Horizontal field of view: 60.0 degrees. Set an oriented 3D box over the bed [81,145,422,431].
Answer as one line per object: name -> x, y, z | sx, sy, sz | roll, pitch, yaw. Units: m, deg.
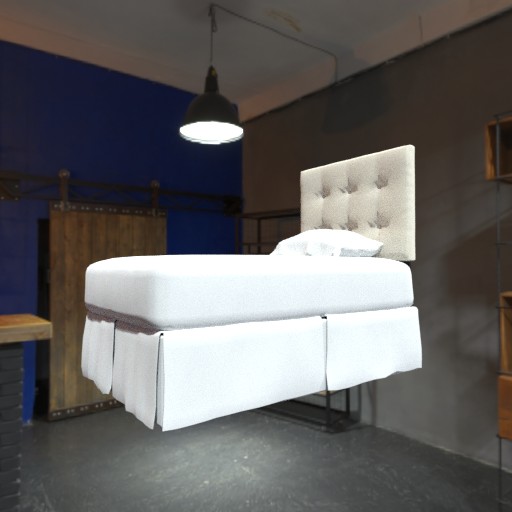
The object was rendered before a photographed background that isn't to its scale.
bed -> 0.000, 0.000, 2.992 | 1.997, 1.571, 1.261 | 1, -1, -36
